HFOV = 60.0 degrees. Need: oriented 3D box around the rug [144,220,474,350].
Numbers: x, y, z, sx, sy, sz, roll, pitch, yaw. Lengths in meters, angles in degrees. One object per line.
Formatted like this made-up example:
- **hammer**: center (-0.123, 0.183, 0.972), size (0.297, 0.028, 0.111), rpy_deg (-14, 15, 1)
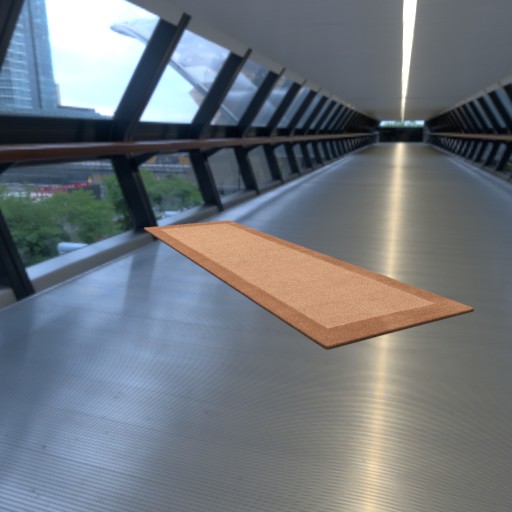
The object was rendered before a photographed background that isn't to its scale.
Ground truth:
- **rug**: center (0.000, 0.000, 2.711), size (0.764, 0.017, 2.439), rpy_deg (-8, 16, -27)
